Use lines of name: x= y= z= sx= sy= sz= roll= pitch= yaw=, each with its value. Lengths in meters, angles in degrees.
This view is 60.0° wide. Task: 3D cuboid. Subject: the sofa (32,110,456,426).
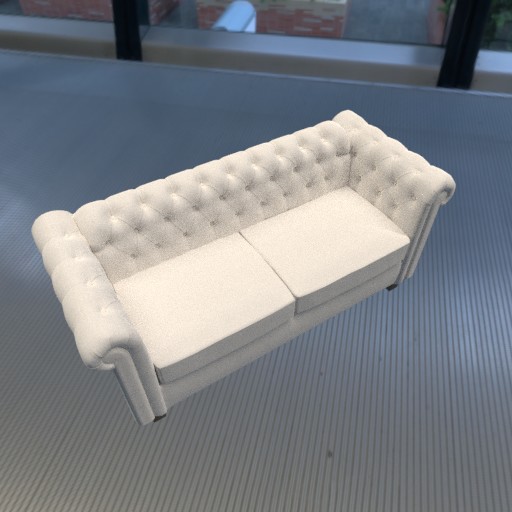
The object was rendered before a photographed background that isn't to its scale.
sofa: x=0.000 y=0.000 z=2.229 sx=1.798 sy=0.796 sz=0.771 roll=-24 pitch=51 yaw=-21
